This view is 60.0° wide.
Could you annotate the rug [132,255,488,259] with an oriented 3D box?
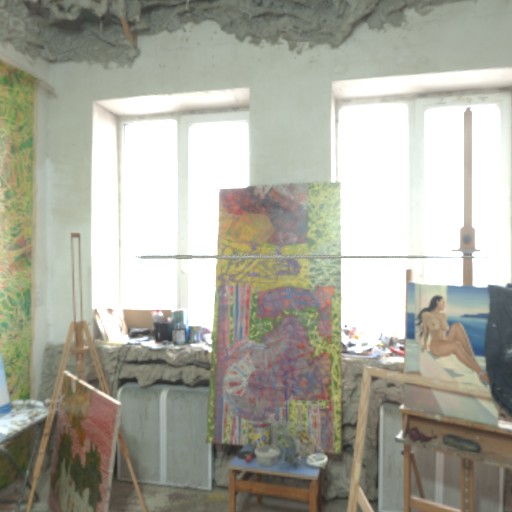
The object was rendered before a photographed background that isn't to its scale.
[{"bbox_3d":[0.000,0.000,2.864,1.522,0.008,2.284,0,0,-17],"label":"rug"}]
